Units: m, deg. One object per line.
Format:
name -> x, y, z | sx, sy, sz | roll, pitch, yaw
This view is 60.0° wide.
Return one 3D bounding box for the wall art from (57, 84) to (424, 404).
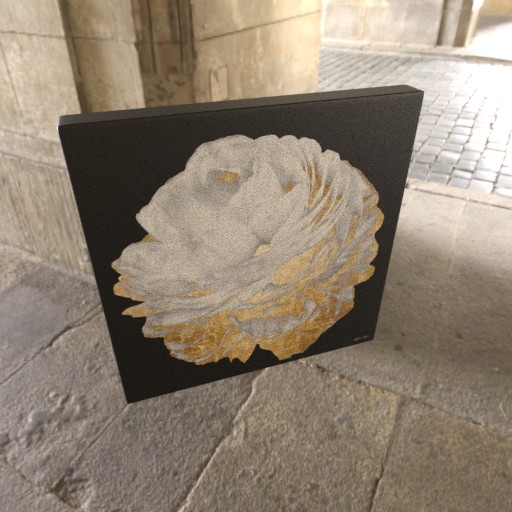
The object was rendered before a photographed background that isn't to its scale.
wall art -> 0.000, 0.000, 0.596 | 0.406, 0.407, 0.041 | -11, 36, -15
